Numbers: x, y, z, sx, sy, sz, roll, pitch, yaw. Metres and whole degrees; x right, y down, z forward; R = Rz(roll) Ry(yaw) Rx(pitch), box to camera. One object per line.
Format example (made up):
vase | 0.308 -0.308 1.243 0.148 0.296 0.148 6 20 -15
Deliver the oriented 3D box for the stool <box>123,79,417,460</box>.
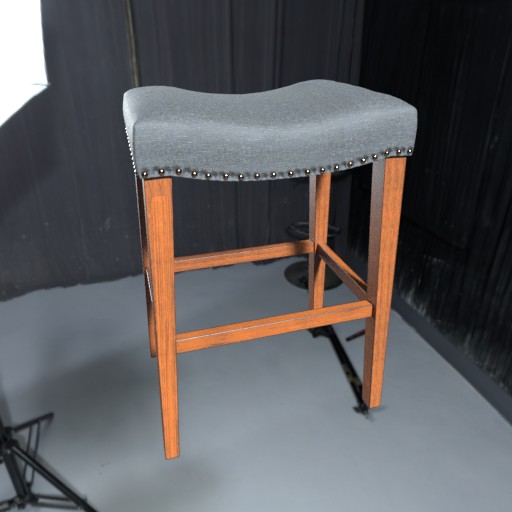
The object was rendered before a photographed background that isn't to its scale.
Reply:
stool | 0.000 0.000 0.853 0.439 0.612 0.320 -8 29 -15
